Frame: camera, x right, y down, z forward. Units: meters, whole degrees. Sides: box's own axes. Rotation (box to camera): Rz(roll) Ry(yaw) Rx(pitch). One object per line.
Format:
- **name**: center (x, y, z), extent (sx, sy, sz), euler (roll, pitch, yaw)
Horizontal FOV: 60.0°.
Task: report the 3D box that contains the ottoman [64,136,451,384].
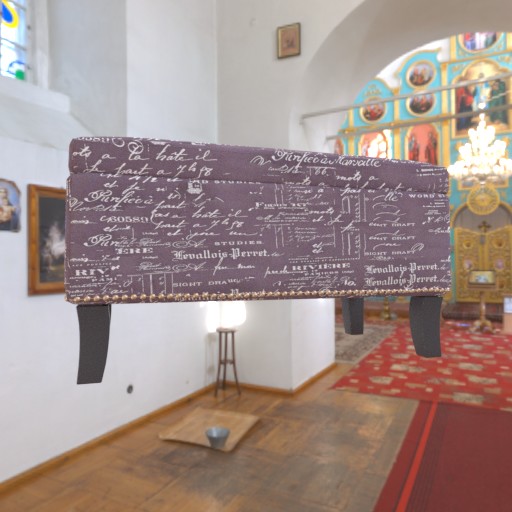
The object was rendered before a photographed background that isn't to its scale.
- **ottoman**: center (0.000, 0.000, 1.062), extent (0.813, 0.457, 0.406), euler (0, -1, -18)
